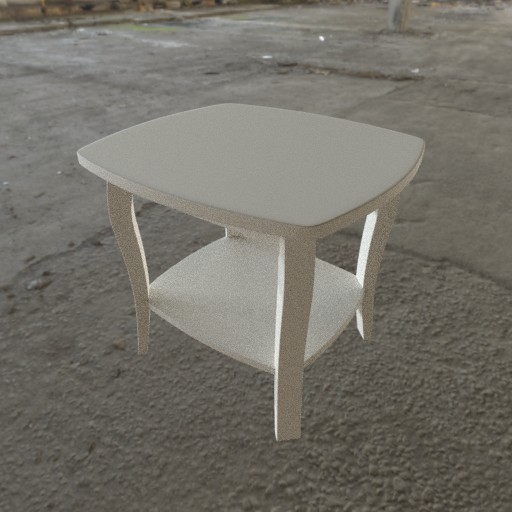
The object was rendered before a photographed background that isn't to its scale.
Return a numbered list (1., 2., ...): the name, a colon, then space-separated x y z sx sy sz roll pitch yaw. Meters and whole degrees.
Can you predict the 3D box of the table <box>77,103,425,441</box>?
1. table: 0.000 0.000 0.853 0.502 0.438 0.451 21 38 30
